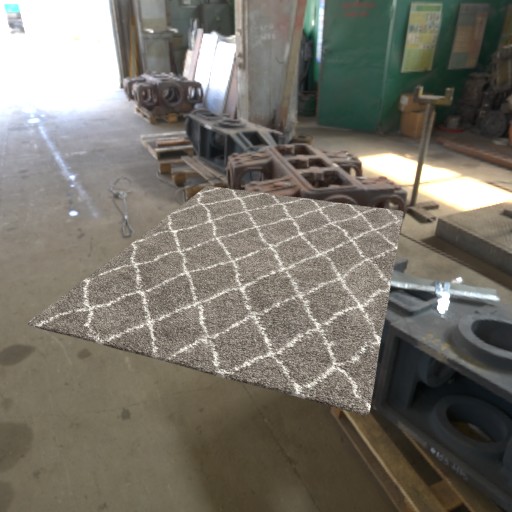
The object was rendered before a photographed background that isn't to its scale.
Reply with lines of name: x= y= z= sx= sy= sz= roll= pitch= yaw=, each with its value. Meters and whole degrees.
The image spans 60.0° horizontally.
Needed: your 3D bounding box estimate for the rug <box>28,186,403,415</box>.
rug: x=0.000 y=0.000 z=4.098 sx=2.438 sy=0.029 sz=3.047 roll=10 pitch=31 yaw=17
